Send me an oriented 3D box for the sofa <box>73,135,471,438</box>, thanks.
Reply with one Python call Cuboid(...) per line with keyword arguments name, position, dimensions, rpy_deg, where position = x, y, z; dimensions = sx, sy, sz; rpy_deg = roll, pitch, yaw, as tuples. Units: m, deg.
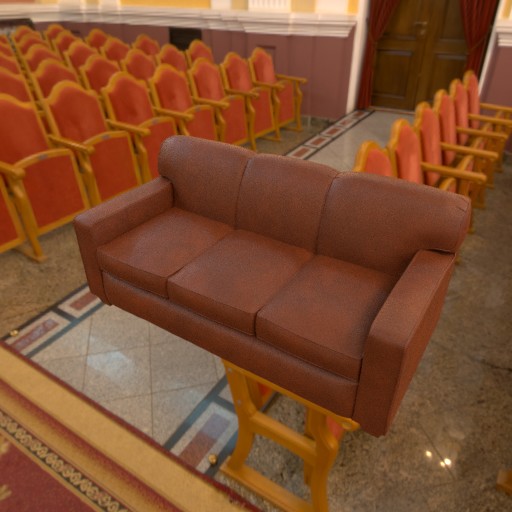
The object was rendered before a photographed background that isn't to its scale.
Cuboid(name="sofa", position=(0.000, 0.000, 2.582), dimensions=(2.039, 0.953, 1.008), rpy_deg=(19, 37, 27))
